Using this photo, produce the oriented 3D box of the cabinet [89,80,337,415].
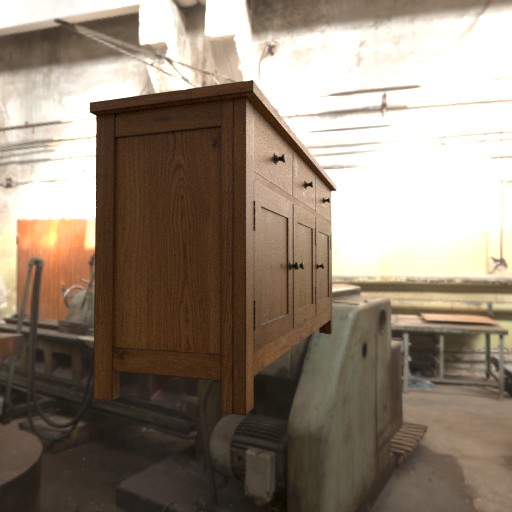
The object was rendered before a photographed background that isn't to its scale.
[{"bbox_3d":[0.000,0.000,1.831,0.480,0.813,1.474,0,-2,18],"label":"cabinet"}]
